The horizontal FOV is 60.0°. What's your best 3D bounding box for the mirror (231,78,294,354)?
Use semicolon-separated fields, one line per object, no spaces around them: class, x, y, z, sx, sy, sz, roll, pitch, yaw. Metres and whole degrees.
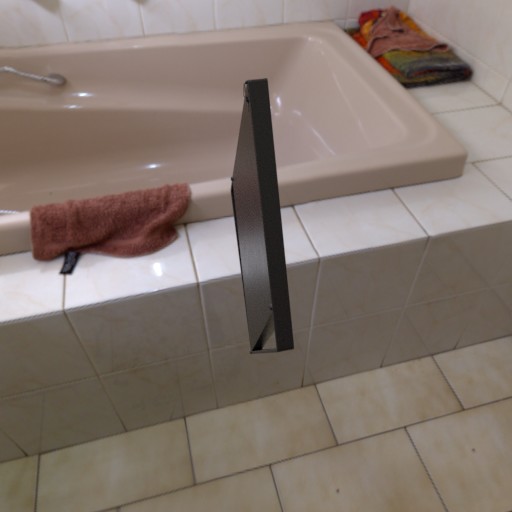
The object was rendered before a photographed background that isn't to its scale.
mirror;0.000;0.000;0.836;0.032;0.679;0.419;-9;47;-9
